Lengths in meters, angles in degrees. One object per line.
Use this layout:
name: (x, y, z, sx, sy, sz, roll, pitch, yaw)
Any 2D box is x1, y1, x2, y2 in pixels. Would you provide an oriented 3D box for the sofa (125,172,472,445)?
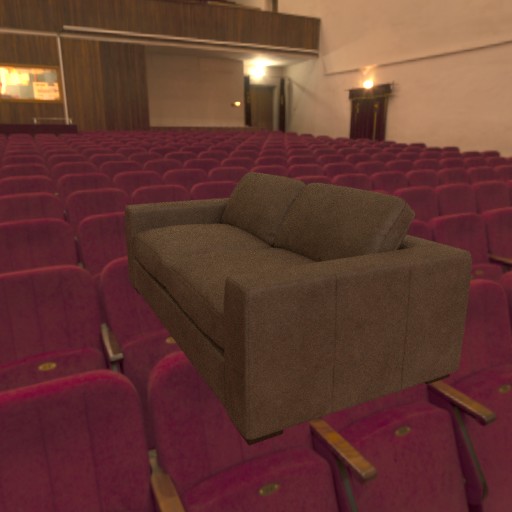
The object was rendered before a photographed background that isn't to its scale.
sofa: (0.000, 0.000, 2.446, 1.070, 0.800, 1.920, -8, 17, -26)
